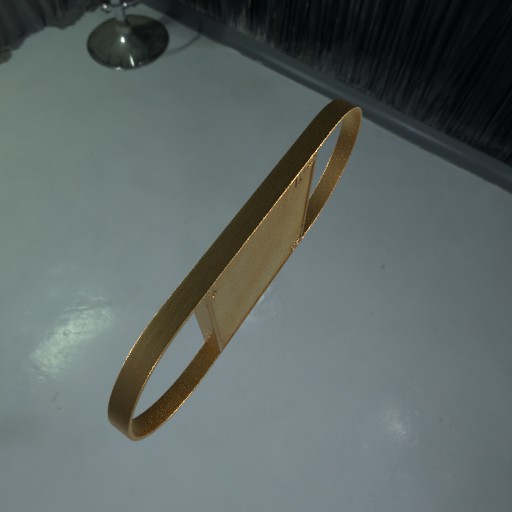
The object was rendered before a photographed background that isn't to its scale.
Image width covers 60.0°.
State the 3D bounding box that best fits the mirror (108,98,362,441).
[{"bbox_3d":[0.000,0.000,0.650,0.032,0.254,0.584,31,67,14],"label":"mirror"}]
